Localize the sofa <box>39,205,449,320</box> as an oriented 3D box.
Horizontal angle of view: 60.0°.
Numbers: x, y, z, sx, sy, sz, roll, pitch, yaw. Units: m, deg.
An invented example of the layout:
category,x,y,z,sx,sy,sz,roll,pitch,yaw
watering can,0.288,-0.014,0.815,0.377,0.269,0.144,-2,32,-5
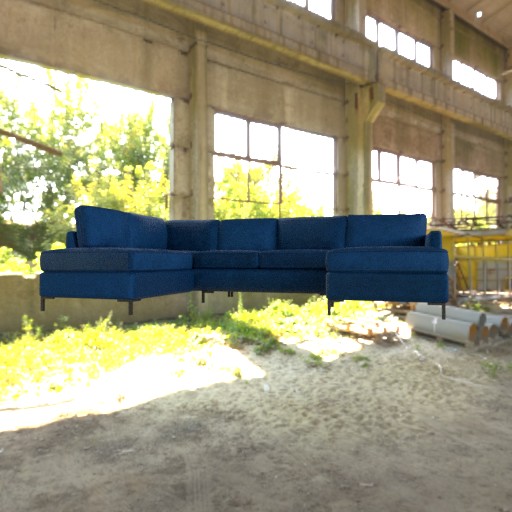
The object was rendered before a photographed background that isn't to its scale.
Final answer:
category,x,y,z,sx,sy,sz,roll,pitch,yaw
sofa,0.000,0.000,4.366,3.434,0.992,2.055,0,-1,19
